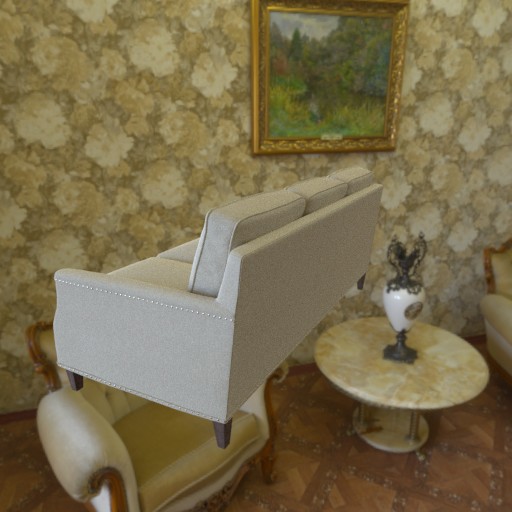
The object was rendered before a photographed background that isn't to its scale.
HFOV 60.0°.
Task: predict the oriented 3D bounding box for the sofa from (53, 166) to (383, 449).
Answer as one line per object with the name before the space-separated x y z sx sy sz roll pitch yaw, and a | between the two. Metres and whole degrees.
sofa | 0.000 0.000 2.807 1.084 1.003 2.246 9 19 27
